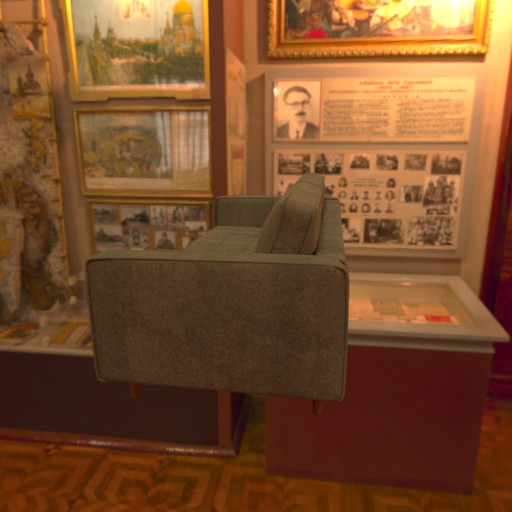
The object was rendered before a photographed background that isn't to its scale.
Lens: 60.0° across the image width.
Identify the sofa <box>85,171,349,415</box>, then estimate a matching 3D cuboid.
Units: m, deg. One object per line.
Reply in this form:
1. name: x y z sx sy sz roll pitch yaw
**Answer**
1. sofa: 0.000 0.000 2.408 0.924 0.825 1.920 2 14 9
